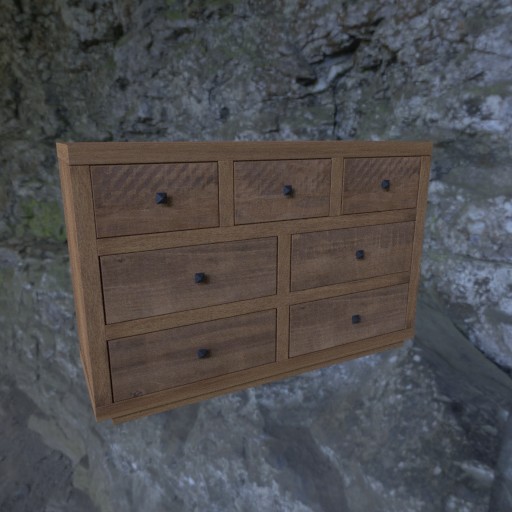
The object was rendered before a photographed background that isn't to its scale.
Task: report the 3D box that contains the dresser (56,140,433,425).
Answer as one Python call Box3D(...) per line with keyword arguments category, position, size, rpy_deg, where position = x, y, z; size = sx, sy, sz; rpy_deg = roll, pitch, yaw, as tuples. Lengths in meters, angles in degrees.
Box3D(category="dresser", position=(0.000, 0.000, 1.658), size=(1.261, 0.825, 0.479), rpy_deg=(-8, 17, -26))
